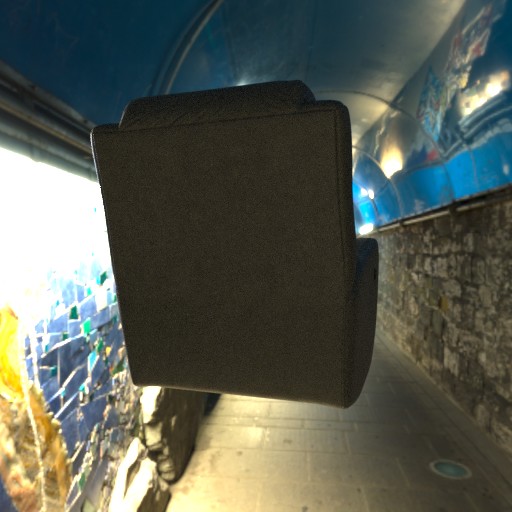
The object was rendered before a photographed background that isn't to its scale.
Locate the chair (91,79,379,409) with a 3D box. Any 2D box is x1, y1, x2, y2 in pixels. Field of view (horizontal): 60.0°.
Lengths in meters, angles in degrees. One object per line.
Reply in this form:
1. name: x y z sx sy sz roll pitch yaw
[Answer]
1. chair: 0.000 0.000 1.889 0.965 1.116 1.068 0 0 19
